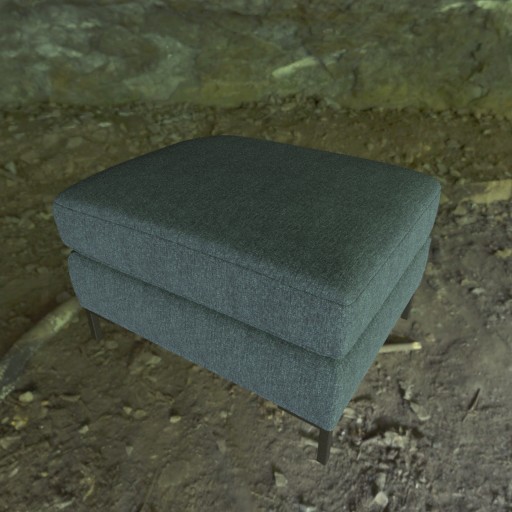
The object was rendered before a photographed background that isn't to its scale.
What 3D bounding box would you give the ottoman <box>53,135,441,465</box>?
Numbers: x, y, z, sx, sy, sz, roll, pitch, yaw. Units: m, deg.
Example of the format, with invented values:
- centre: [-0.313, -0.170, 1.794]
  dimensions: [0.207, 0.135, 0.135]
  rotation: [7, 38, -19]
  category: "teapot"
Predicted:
- centre: [0.000, 0.000, 1.289]
  dimensions: [0.831, 0.533, 0.695]
  rotation: [18, 35, 28]
  category: "ottoman"
